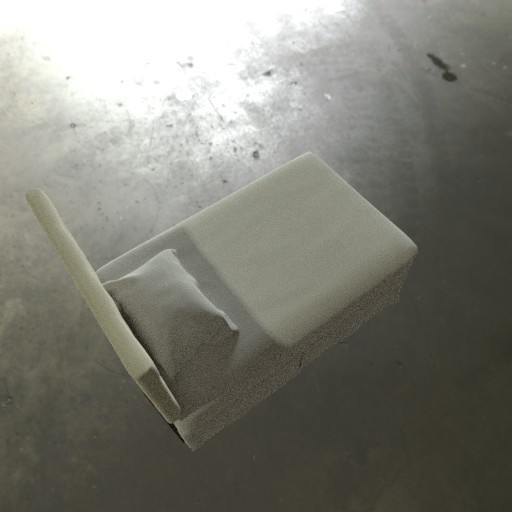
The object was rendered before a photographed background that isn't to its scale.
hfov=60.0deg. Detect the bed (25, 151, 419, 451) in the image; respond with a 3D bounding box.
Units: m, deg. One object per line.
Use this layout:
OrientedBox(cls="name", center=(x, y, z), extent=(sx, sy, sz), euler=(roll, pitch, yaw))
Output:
OrientedBox(cls="bed", center=(0.000, 0.000, 2.869), extent=(1.997, 1.571, 1.261), euler=(-32, 63, -18))
